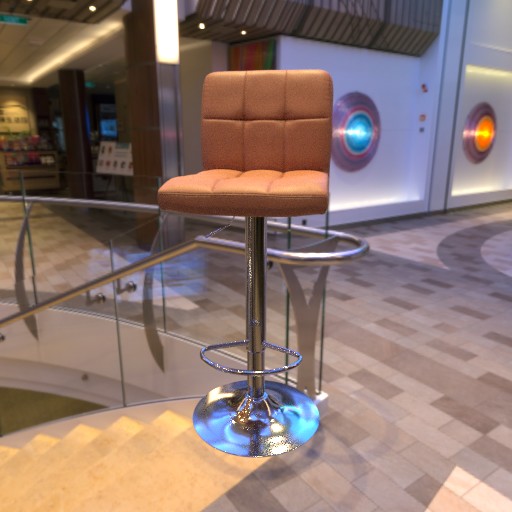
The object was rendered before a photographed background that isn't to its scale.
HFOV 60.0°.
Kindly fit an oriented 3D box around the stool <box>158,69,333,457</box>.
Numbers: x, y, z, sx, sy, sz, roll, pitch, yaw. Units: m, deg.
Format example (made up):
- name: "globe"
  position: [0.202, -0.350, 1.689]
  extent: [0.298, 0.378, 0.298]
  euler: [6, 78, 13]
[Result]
- name: "stool"
  position: [0.000, 0.000, 1.353]
  extent: [0.430, 1.115, 0.505]
  euler: [2, 15, 9]
